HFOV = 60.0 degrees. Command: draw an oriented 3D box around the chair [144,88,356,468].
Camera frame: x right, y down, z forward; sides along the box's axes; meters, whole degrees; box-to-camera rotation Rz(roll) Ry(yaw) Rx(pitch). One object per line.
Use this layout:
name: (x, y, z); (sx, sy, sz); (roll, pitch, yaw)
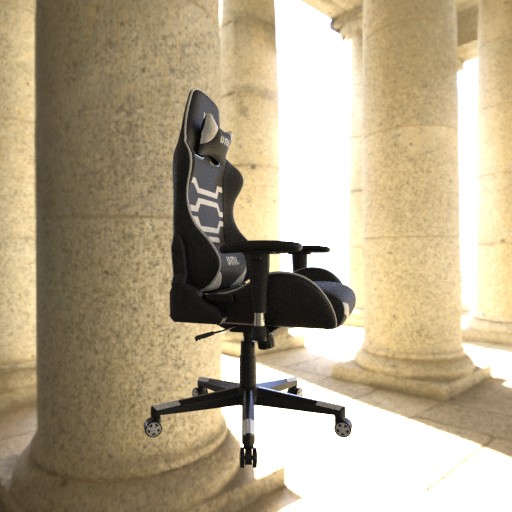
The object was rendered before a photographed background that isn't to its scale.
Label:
chair: (0.000, 0.000, 1.628); (0.700, 1.240, 0.700); (0, 0, 17)
